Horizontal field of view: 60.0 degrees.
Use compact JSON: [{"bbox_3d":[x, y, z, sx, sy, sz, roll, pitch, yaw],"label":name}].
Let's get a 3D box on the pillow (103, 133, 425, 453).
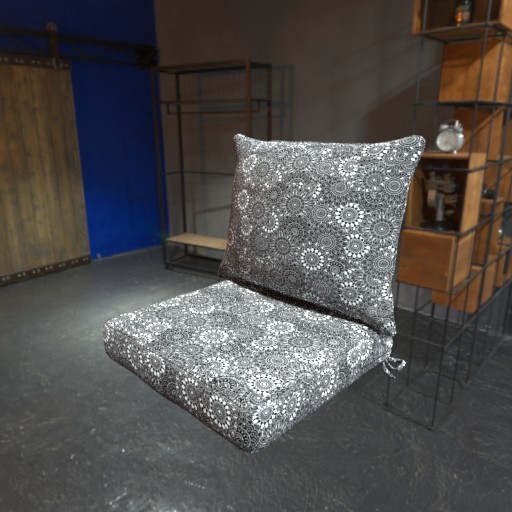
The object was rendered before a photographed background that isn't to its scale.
[{"bbox_3d":[0.000,0.000,1.372,0.798,0.722,0.740,15,22,42],"label":"pillow"}]
